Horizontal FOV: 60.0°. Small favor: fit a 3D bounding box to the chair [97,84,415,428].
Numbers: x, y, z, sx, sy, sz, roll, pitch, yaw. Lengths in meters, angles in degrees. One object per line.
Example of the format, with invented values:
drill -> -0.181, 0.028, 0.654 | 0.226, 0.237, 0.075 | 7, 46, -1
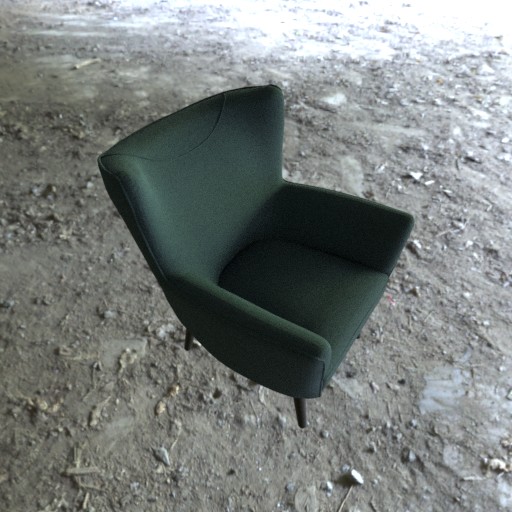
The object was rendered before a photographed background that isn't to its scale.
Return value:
chair -> 0.000, 0.000, 1.607 | 0.888, 0.933, 0.781 | 24, 46, 25
